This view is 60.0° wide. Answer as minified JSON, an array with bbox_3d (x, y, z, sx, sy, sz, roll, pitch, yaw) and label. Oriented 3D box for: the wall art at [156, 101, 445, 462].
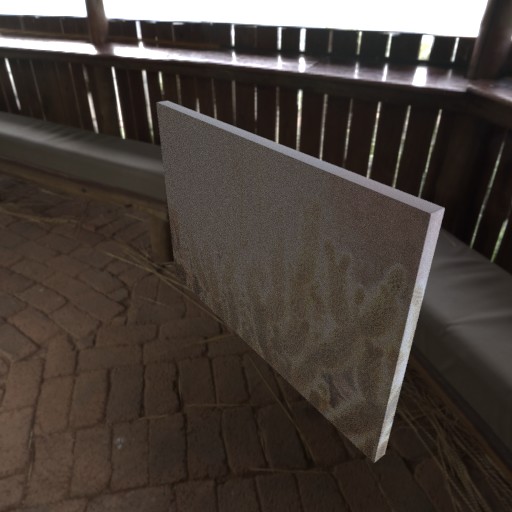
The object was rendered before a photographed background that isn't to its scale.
[{"bbox_3d":[0.000,0.000,1.139,0.040,0.608,0.916,-21,37,-31],"label":"wall art"}]
